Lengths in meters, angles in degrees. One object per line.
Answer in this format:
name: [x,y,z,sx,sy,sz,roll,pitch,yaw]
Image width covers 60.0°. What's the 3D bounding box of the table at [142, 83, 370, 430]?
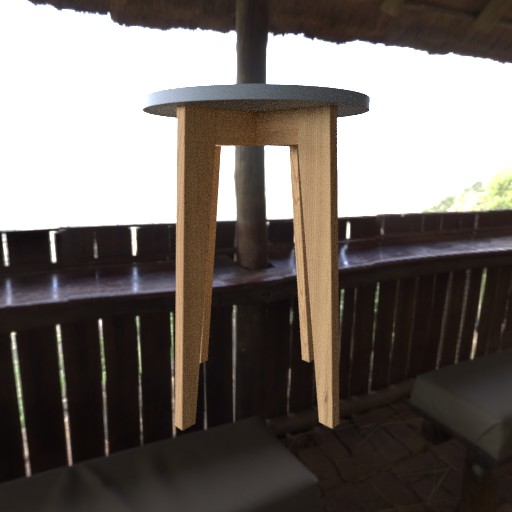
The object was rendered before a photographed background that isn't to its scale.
table: [0.000,0.000,0.754,0.350,0.500,0.350,0,13,0]
